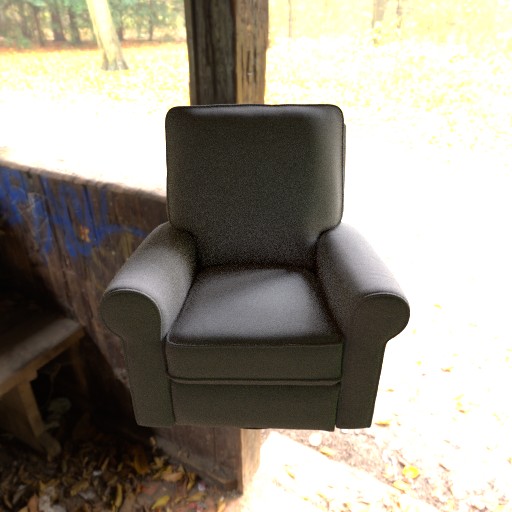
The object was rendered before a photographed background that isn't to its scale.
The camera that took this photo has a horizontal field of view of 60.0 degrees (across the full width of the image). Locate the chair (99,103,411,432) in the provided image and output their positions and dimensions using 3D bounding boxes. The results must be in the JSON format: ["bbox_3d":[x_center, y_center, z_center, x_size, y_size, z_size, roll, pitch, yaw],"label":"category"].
[{"bbox_3d":[0.000,0.000,1.616,0.890,0.960,0.878,0,29,1],"label":"chair"}]
